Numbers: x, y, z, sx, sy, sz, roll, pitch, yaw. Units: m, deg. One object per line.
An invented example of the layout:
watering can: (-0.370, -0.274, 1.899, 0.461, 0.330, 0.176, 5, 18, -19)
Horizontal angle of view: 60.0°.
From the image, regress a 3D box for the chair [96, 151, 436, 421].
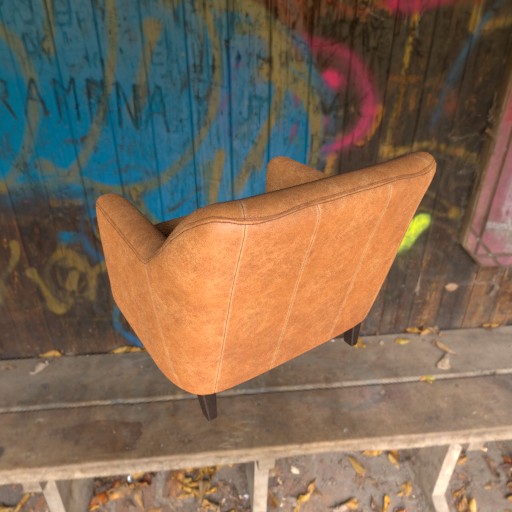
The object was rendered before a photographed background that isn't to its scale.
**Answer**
chair: (0.000, 0.000, 1.855, 1.037, 0.980, 1.034, -19, 35, -29)
